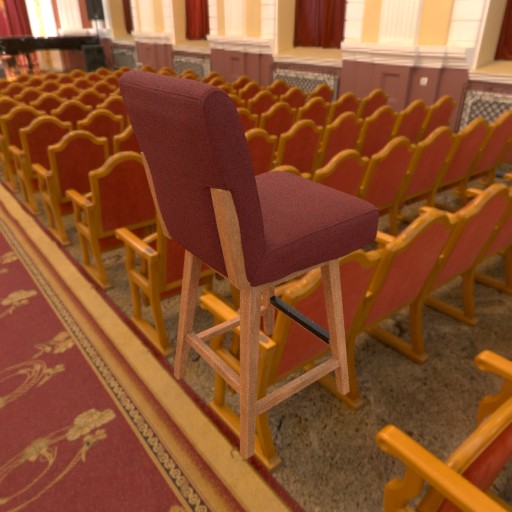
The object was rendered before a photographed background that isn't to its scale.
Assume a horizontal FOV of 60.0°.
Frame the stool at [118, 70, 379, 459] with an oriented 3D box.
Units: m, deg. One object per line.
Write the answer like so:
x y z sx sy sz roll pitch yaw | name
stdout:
0.000 0.000 1.327 0.562 1.038 0.468 -20 34 -33 | stool
